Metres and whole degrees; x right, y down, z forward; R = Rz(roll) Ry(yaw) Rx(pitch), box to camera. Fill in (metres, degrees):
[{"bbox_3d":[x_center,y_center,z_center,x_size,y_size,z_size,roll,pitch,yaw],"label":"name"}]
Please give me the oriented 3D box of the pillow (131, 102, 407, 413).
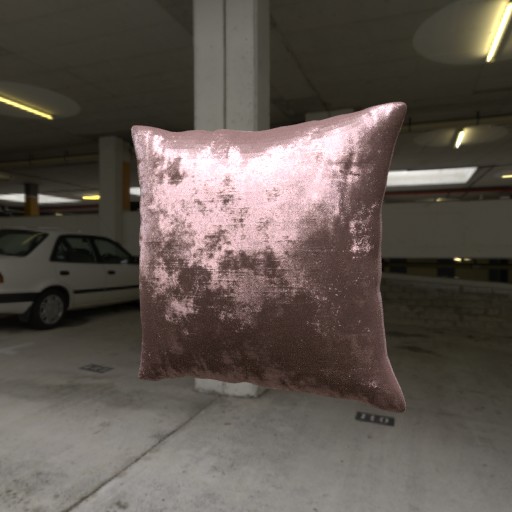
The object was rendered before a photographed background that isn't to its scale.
[{"bbox_3d":[0.000,0.000,0.730,0.470,0.464,0.175,0,1,19],"label":"pillow"}]
